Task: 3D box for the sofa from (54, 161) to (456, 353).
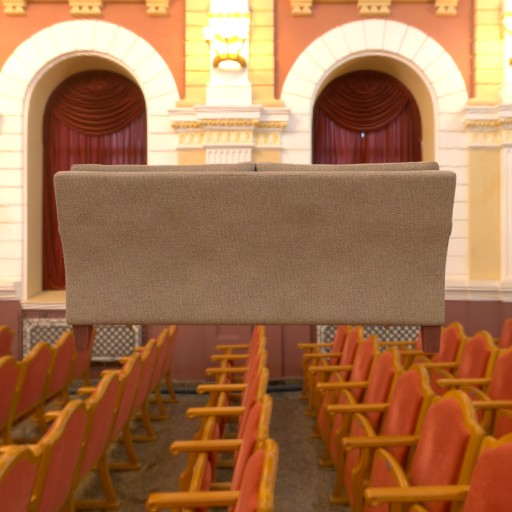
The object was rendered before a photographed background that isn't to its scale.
[{"bbox_3d":[0.000,0.000,2.841,2.193,1.096,1.069,0,0,1],"label":"sofa"}]
